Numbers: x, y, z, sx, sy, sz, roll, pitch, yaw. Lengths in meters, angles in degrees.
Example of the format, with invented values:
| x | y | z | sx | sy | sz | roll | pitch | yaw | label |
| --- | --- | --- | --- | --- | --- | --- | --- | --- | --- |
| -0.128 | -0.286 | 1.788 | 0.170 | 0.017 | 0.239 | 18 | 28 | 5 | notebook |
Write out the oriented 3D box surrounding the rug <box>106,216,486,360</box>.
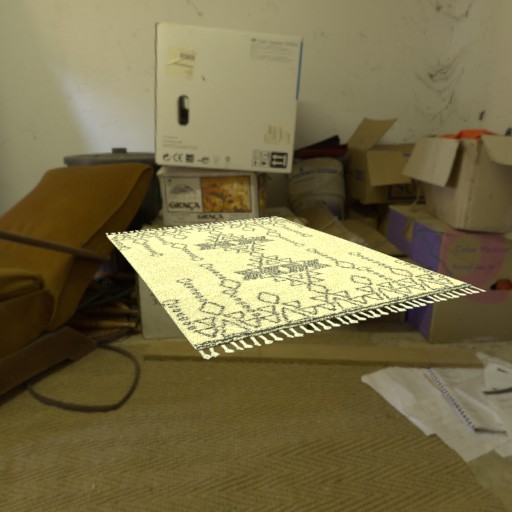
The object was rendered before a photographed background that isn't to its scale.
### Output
| x | y | z | sx | sy | sz | roll | pitch | yaw | label |
| --- | --- | --- | --- | --- | --- | --- | --- | --- | --- |
| 0.000 | 0.000 | 3.960 | 2.125 | 0.028 | 3.027 | -8 | 18 | -26 | rug |
